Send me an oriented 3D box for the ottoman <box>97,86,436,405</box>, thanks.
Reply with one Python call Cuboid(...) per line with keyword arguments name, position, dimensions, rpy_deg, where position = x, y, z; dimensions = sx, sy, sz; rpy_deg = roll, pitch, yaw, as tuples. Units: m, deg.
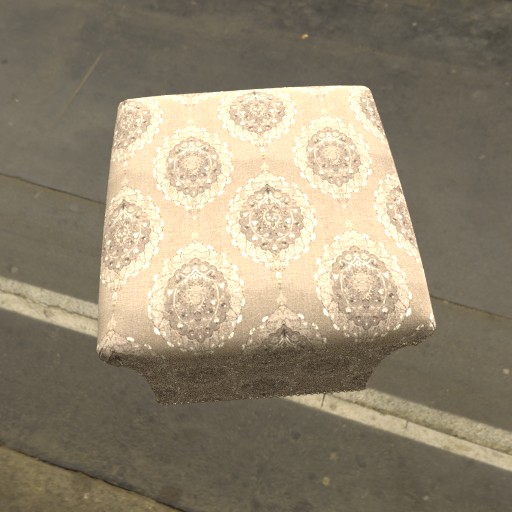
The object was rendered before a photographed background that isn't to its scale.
Cuboid(name="ottoman", position=(0.000, 0.000, 0.899), dimensions=(0.497, 0.473, 0.507), rpy_deg=(-4, 62, -2))
